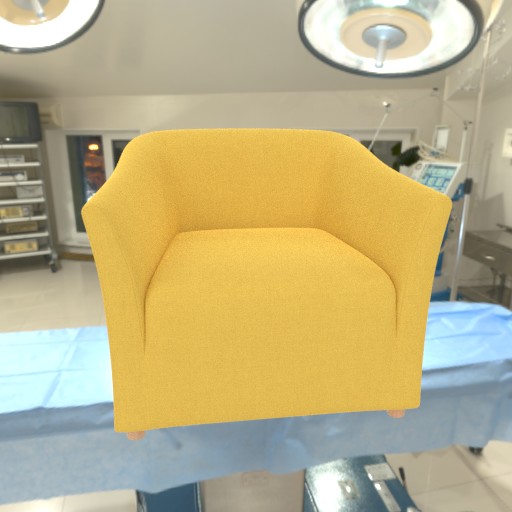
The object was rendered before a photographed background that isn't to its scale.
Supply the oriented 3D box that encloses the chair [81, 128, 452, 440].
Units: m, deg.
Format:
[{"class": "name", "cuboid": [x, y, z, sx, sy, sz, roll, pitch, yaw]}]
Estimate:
[{"class": "chair", "cuboid": [0.000, 0.000, 1.303, 0.790, 0.720, 0.700, -2, 16, -7]}]
